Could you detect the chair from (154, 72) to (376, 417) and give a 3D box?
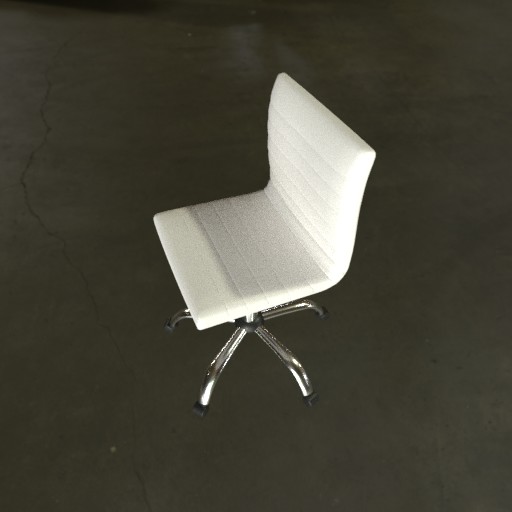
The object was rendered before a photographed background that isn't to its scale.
[{"bbox_3d":[0.000,0.000,1.164,0.530,0.780,0.556,-17,47,-16],"label":"chair"}]
